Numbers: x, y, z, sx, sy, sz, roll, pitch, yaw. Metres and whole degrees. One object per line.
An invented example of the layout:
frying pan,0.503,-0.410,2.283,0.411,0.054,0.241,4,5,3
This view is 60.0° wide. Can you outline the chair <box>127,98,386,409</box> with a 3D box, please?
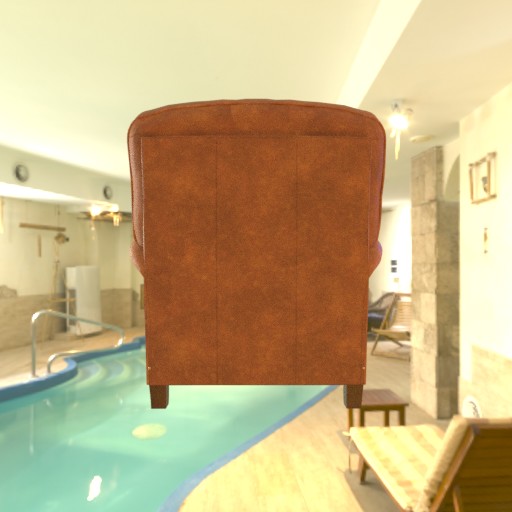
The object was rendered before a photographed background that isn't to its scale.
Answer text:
chair,0.000,0.000,1.779,0.936,1.018,0.986,0,-1,0
